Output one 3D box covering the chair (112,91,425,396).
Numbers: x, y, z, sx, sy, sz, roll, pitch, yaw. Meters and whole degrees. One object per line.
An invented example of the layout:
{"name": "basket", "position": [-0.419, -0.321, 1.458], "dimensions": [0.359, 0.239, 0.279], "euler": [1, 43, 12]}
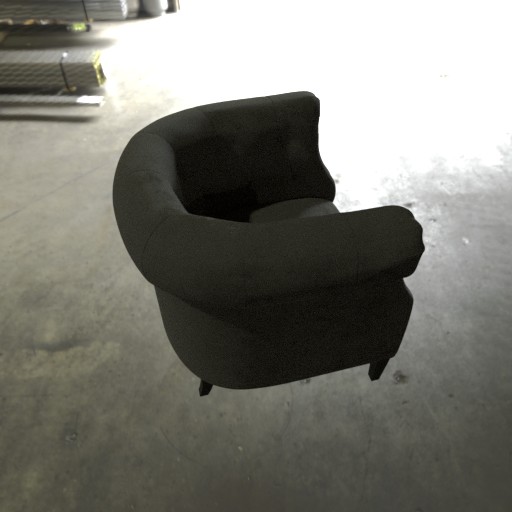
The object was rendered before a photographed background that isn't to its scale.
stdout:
{"name": "chair", "position": [0.000, 0.000, 1.574], "dimensions": [0.851, 0.826, 0.904], "euler": [-10, 45, -11]}
